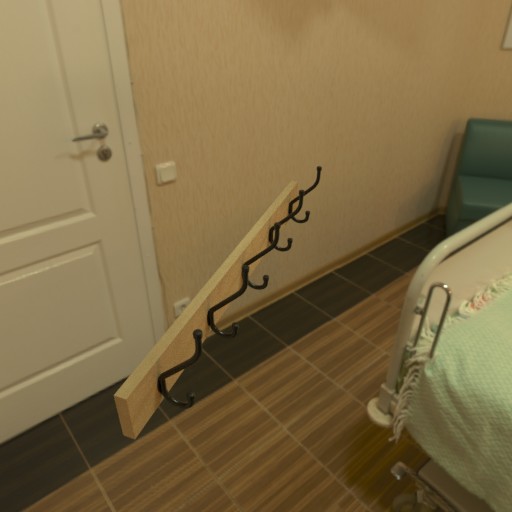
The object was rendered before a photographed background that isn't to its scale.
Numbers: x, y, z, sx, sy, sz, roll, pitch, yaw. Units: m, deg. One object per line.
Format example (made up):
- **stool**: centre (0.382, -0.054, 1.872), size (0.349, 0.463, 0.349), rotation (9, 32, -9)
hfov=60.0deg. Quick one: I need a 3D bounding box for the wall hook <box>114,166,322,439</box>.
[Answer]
- **wall hook**: centre (0.000, 0.000, 0.637), size (0.071, 0.117, 0.571), rotation (11, 34, 18)
